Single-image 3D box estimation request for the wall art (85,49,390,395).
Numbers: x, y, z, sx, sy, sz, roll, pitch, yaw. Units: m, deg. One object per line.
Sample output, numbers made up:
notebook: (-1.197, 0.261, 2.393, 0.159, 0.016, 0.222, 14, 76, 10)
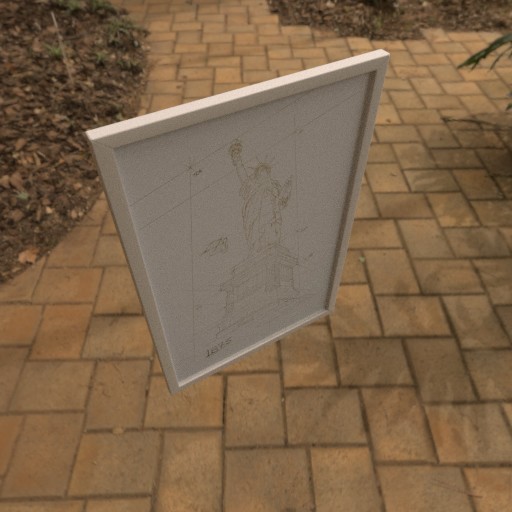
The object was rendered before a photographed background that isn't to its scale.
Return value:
wall art: (0.000, 0.000, 1.022, 0.556, 0.813, 0.026, -23, 52, -20)
